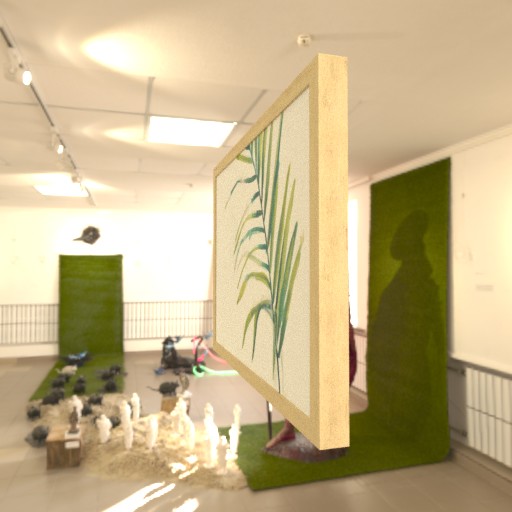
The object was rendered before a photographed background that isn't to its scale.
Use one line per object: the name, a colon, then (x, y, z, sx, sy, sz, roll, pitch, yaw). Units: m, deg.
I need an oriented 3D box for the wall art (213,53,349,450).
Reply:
wall art: (0.000, 0.000, 0.683, 0.032, 0.380, 0.532, 0, -1, -16)
